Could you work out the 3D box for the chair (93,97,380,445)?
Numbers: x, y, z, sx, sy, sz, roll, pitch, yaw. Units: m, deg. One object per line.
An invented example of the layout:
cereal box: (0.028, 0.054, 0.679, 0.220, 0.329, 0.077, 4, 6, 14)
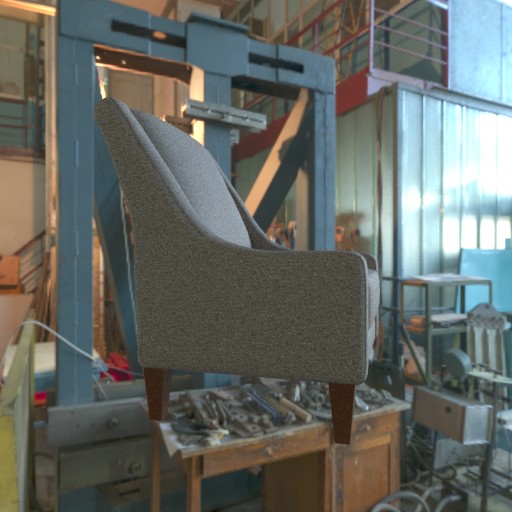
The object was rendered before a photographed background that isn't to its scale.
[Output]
chair: (0.000, 0.000, 1.636, 0.870, 1.016, 0.774, 0, 0, 18)
